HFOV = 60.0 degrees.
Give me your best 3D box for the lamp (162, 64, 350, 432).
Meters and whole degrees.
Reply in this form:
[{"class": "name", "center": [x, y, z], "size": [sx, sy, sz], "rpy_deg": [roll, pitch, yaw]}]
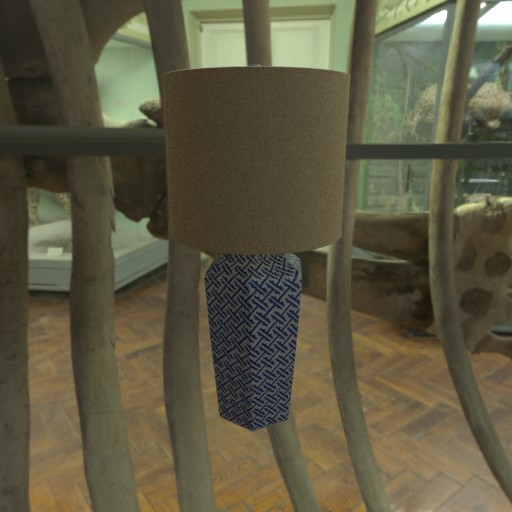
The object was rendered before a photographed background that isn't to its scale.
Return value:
[{"class": "lamp", "center": [0.000, 0.000, 0.856], "size": [0.320, 0.682, 0.320], "rpy_deg": [2, 17, 8]}]
